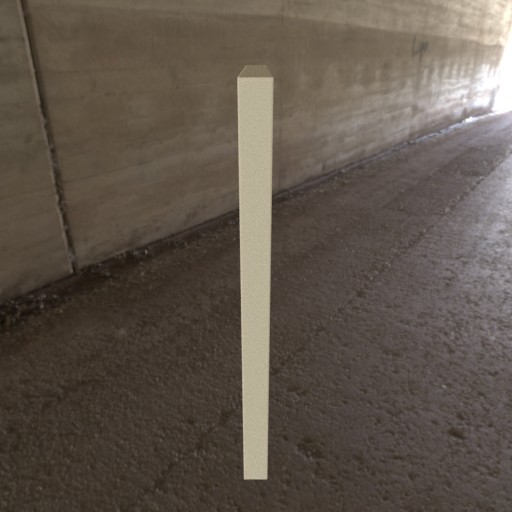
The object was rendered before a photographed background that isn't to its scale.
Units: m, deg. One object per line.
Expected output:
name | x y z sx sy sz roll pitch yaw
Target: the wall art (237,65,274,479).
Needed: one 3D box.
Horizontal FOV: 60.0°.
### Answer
wall art | 0.000 0.000 0.784 0.038 0.608 0.418 0 25 0
